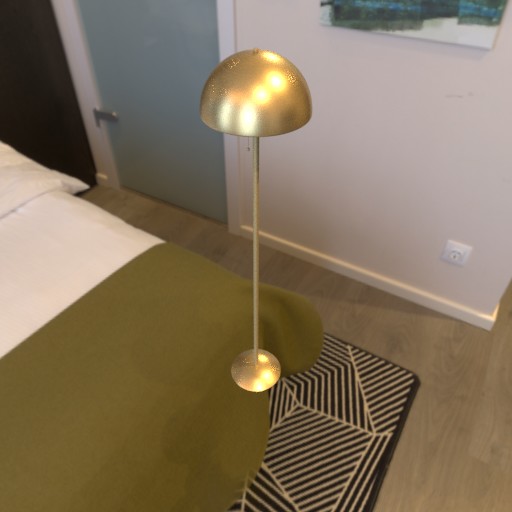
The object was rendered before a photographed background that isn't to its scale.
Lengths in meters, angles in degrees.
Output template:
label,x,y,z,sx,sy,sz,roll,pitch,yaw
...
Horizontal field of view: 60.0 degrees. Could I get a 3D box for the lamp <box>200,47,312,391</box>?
label,x,y,z,sx,sy,sz,roll,pitch,yaw
lamp,0.000,0.000,1.672,0.328,1.480,0.328,0,42,0
